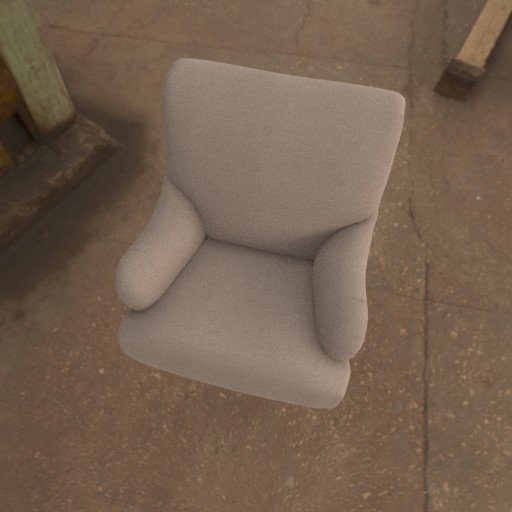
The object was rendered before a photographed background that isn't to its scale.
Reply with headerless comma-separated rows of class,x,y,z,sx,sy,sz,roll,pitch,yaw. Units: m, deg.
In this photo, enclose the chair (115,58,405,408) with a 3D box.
chair,0.000,0.000,1.522,0.766,0.942,0.842,12,59,8
